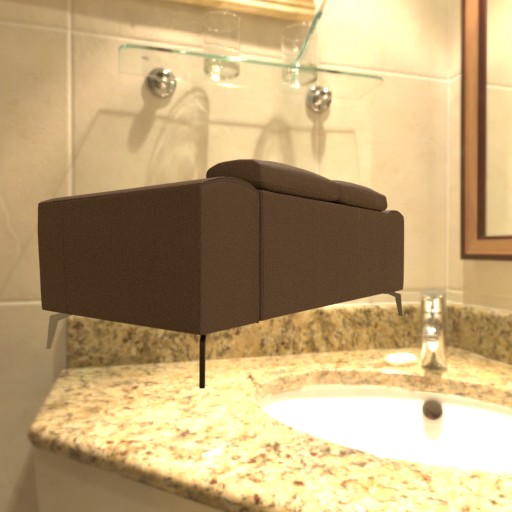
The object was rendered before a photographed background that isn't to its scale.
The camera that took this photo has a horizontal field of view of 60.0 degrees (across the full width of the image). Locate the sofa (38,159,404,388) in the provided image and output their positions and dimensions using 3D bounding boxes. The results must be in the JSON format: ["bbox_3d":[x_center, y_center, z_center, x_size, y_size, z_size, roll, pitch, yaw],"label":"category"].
[{"bbox_3d":[0.000,0.000,2.375,1.003,0.779,1.895,1,1,37],"label":"sofa"}]
